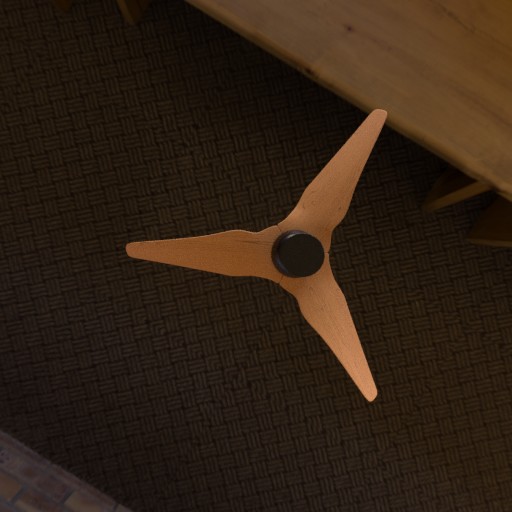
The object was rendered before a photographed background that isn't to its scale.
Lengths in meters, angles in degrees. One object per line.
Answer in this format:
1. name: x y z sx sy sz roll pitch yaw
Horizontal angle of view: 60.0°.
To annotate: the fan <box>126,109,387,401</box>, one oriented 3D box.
1. fan: 0.000 0.000 1.625 1.010 0.355 1.142 0 91 0
